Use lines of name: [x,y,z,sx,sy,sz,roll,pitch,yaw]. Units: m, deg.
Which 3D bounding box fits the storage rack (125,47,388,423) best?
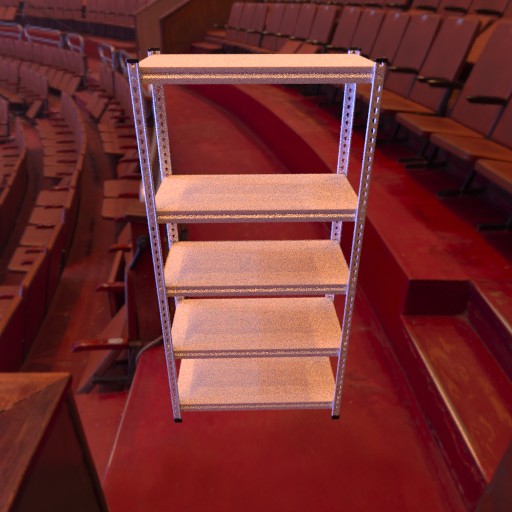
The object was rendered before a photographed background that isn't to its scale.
storage rack: [0.000,0.000,2.181,0.914,1.829,0.457,-1,30,-1]
